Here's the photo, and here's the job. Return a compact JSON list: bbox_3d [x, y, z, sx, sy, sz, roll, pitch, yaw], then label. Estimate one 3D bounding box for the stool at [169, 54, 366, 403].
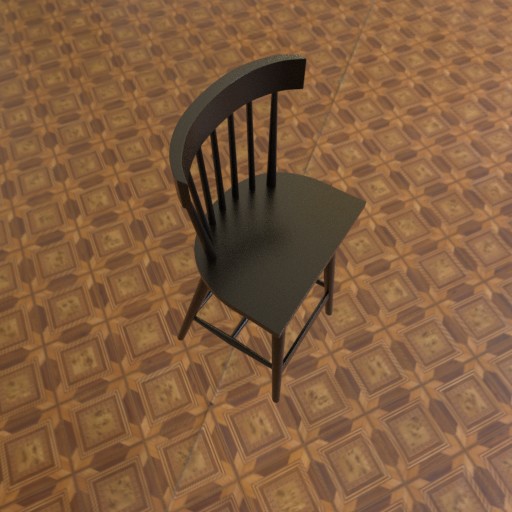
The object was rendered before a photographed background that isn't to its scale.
[{"bbox_3d":[0.000,0.000,1.367,0.483,1.092,0.482,29,63,16],"label":"stool"}]
